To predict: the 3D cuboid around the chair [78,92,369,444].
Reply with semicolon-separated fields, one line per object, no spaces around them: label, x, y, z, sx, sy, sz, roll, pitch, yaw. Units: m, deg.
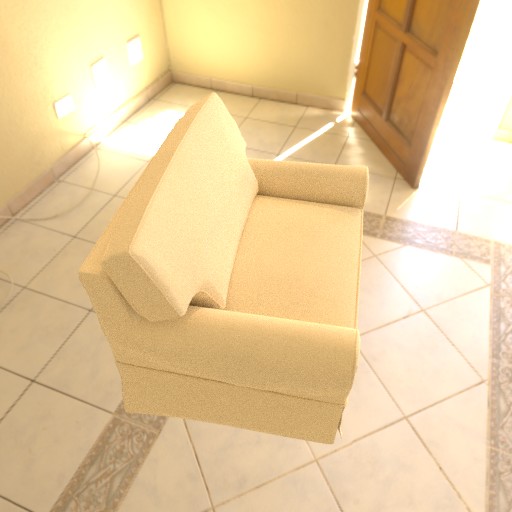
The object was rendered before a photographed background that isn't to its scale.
chair;0.000;0.000;1.814;0.904;0.958;1.099;9;47;8
